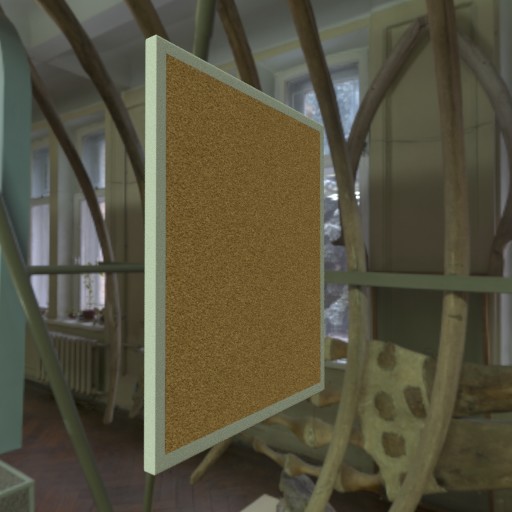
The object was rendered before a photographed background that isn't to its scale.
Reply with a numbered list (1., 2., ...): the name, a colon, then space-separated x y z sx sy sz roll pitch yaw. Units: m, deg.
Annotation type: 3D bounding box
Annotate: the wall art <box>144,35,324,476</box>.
1. wall art: 0.000 0.000 0.724 0.020 0.536 0.444 -1 -1 36
